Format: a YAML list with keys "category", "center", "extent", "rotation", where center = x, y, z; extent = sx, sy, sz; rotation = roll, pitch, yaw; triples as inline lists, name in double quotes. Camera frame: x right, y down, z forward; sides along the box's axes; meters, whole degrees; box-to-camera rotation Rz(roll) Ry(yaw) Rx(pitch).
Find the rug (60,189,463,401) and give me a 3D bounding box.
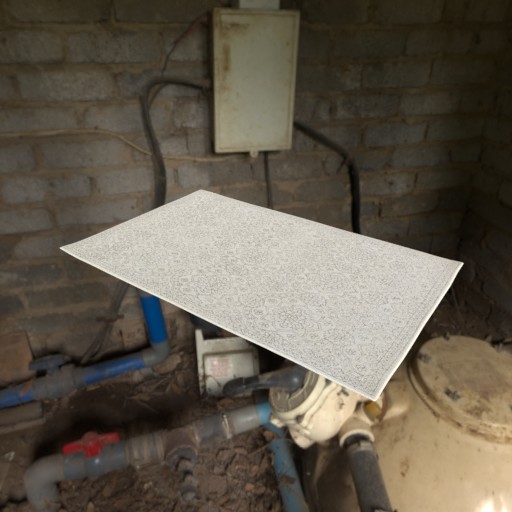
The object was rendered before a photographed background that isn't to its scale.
- category: "rug"
  center: [0.000, 0.000, 2.504]
  extent: [1.947, 0.023, 1.214]
  rotation: [19, 35, 31]
